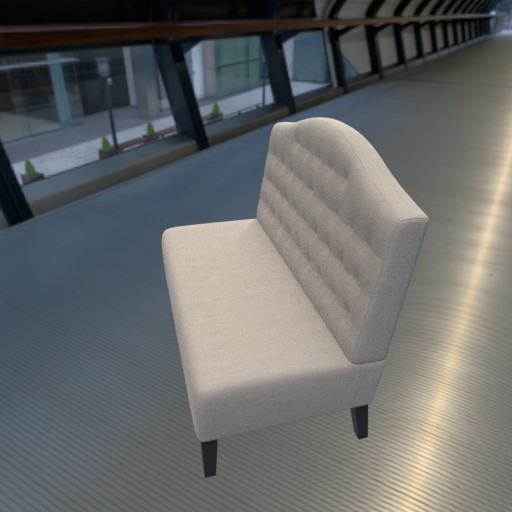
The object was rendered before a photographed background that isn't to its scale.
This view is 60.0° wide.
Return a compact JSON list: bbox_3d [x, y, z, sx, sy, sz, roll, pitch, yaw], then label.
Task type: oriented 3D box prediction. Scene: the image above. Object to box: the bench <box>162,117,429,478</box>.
[{"bbox_3d":[0.000,0.000,2.079,0.815,1.180,1.335,-8,31,-13],"label":"bench"}]
